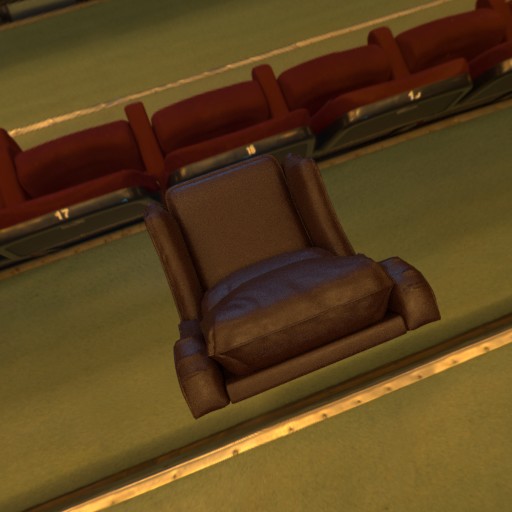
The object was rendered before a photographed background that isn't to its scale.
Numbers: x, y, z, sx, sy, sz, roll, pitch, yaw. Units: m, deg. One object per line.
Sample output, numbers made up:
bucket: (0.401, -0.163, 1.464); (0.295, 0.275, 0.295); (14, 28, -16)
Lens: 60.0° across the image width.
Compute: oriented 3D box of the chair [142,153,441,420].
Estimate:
chair: (0.000, 0.000, 1.785); (0.770, 1.132, 0.982); (-21, 75, -6)
